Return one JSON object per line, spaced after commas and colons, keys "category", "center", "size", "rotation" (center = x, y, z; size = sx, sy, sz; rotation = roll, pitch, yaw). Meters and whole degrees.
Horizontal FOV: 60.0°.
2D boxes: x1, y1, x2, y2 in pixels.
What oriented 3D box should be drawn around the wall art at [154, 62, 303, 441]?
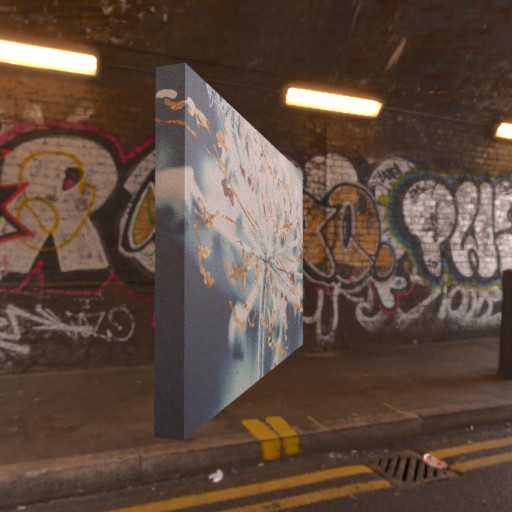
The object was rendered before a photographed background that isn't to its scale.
{"category": "wall art", "center": [0.000, 0.000, 0.769], "size": [0.036, 0.405, 0.607], "rotation": [0, -1, 18]}
